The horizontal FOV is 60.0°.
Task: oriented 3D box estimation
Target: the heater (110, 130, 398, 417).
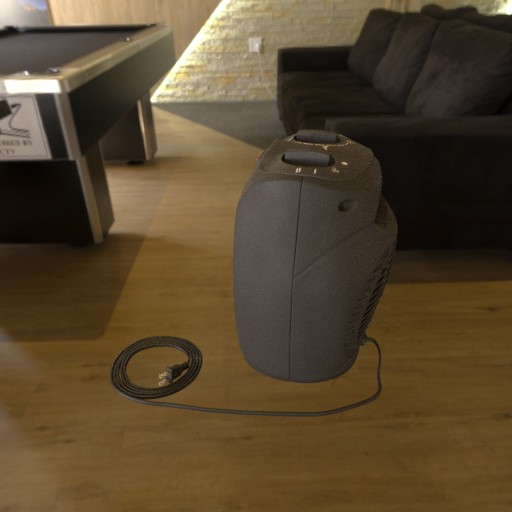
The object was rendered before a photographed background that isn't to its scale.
[{"bbox_3d":[0.000,0.000,0.466,0.291,0.240,0.239,8,32,12],"label":"heater"}]
